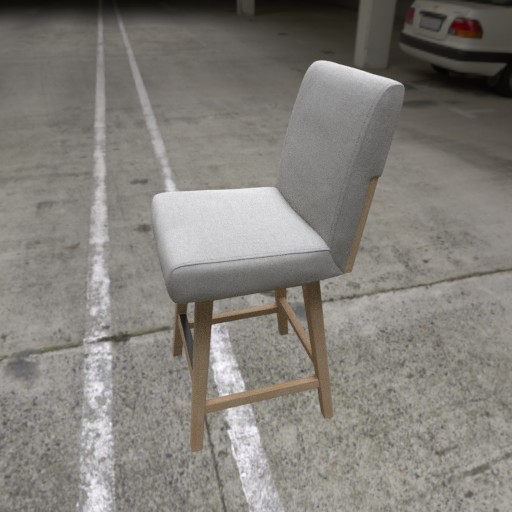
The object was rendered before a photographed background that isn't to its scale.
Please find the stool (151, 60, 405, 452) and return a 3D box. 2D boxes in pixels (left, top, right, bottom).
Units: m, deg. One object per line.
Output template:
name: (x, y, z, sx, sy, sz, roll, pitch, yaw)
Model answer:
stool: (0.000, 0.000, 1.400, 0.606, 1.085, 0.507, -8, 31, -14)
